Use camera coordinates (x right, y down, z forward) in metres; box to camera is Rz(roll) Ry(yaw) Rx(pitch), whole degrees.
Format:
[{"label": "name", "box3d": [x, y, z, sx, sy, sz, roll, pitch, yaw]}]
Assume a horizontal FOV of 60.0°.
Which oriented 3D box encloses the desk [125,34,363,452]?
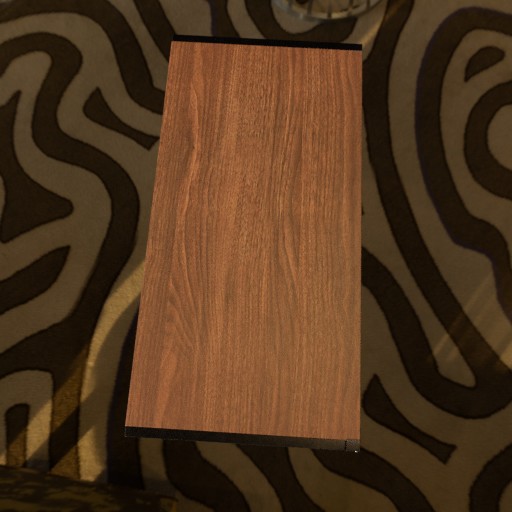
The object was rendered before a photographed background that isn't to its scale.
[{"label": "desk", "box3d": [0.000, 0.000, 1.436, 0.508, 0.762, 1.016, 3, 77, 1]}]
